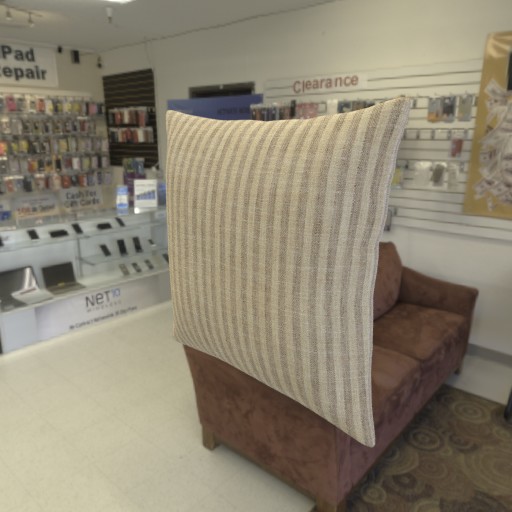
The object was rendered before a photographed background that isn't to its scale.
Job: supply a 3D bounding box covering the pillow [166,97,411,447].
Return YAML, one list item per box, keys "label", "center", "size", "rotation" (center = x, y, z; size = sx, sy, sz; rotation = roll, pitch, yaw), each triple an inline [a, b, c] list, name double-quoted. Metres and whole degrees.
- label: "pillow"
  center: [0.000, 0.000, 0.790]
  size: [0.523, 0.510, 0.166]
  rotation: [15, 22, 42]
